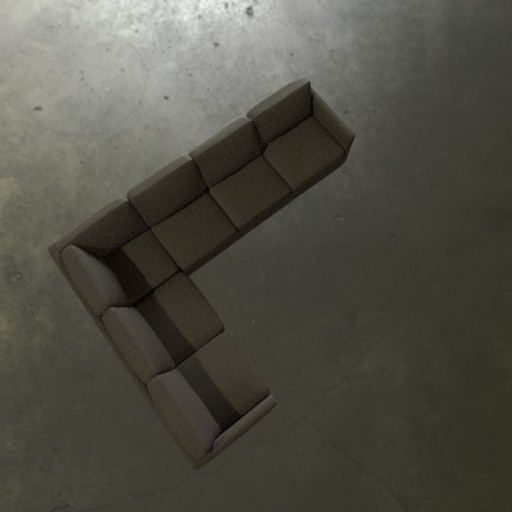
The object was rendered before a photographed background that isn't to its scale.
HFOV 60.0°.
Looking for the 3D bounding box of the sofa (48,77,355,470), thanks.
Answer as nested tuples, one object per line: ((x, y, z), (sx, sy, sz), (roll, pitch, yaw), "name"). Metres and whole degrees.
((0.000, 0.000, 4.595), (3.302, 0.947, 2.593), (-36, 77, -10), "sofa")
